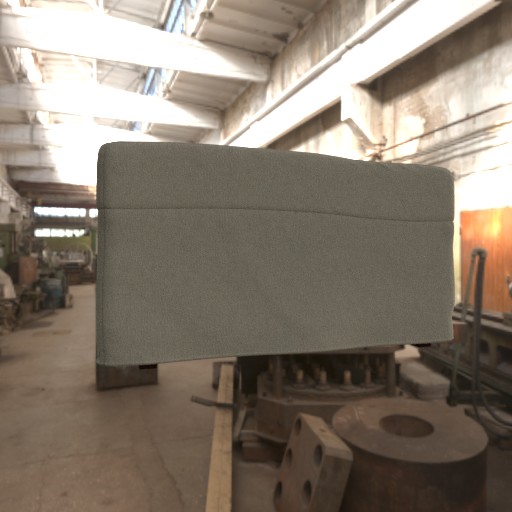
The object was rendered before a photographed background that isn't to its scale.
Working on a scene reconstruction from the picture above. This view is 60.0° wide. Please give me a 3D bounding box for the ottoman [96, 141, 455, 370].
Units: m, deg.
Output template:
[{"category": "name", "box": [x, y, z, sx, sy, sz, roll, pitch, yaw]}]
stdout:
[{"category": "ottoman", "box": [0.000, 0.000, 1.241, 0.833, 0.461, 0.648, 0, 0, -19]}]
